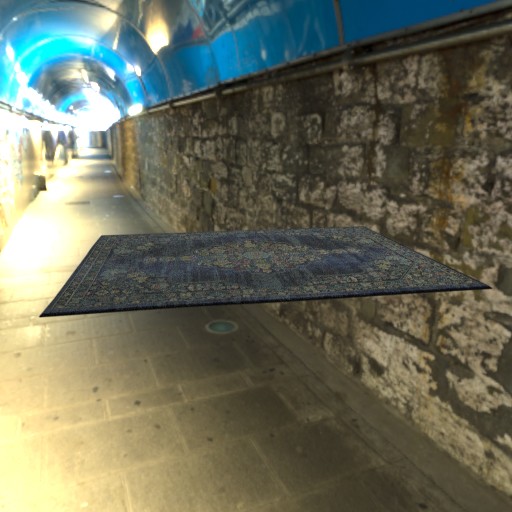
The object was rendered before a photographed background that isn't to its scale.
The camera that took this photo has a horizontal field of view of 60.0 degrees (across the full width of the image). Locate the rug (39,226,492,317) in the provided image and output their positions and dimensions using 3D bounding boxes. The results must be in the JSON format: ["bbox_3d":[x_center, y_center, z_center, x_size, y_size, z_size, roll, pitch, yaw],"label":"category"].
[{"bbox_3d":[0.000,0.000,4.741,3.612,0.035,2.716,-3,15,-10],"label":"rug"}]
